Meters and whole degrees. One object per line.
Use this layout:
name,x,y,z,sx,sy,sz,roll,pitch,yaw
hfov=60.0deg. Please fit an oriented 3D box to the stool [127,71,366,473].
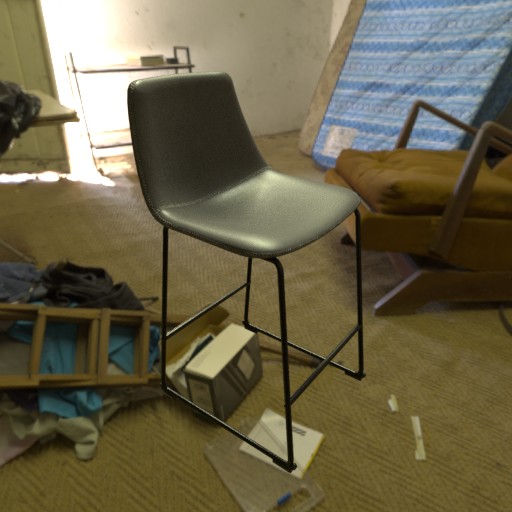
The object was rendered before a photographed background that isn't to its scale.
stool,0.000,0.000,1.182,0.546,0.876,0.470,19,33,32
